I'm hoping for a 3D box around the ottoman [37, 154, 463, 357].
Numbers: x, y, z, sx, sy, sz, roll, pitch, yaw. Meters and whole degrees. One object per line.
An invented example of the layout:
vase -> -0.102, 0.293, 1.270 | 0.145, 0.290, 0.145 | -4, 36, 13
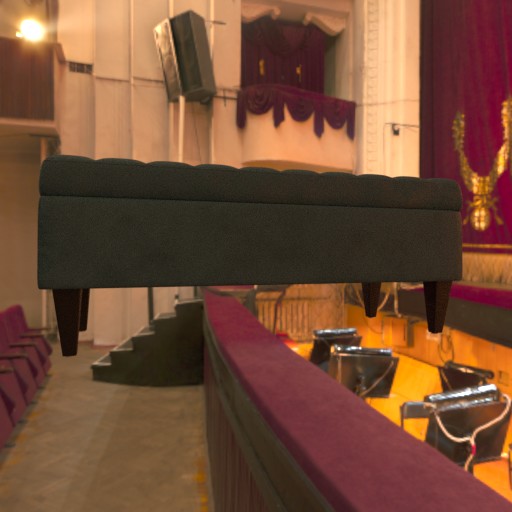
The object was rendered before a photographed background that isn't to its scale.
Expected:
ottoman -> 0.000, 0.000, 1.358 | 1.151, 0.469, 0.482 | 0, 0, -17
